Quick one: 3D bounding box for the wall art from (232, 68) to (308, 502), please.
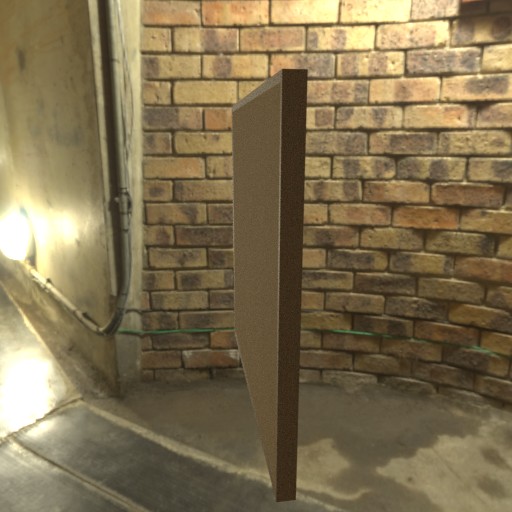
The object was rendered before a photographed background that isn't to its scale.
[{"bbox_3d":[0.000,0.000,1.104,0.038,0.758,0.761,-2,15,-8],"label":"wall art"}]
